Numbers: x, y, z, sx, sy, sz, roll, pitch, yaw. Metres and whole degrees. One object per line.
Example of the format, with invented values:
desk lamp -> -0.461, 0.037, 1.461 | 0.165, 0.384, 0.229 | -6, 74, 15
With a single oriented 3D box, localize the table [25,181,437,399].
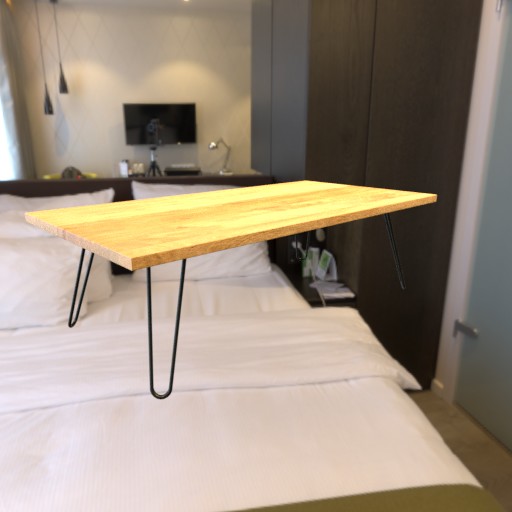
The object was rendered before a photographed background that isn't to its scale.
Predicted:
table -> 0.000, 0.000, 1.651 | 1.348, 0.400, 0.699 | -14, 21, -41
